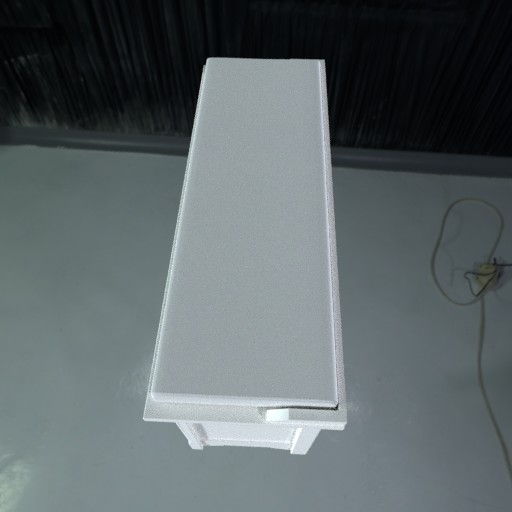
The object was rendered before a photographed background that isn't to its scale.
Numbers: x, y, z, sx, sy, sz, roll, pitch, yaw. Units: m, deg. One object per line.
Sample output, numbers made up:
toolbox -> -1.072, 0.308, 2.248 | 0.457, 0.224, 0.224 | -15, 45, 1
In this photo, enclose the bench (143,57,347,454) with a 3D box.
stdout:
bench -> 0.000, 0.000, 1.230 | 0.346, 0.589, 0.987 | 2, 58, 1
